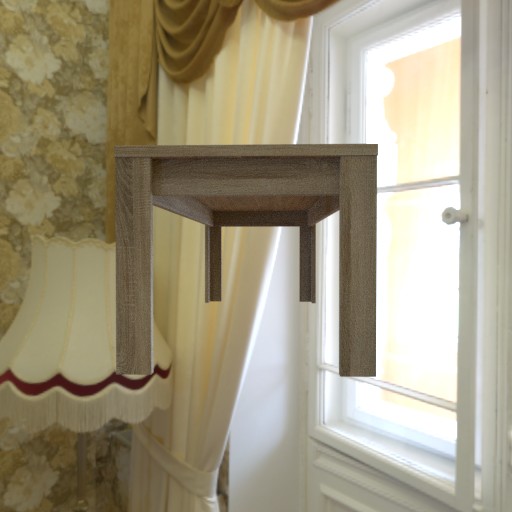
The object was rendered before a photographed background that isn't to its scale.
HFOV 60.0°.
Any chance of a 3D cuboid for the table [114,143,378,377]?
[{"bbox_3d":[0.000,0.000,2.612,0.900,0.790,2.200,0,1,2],"label":"table"}]
